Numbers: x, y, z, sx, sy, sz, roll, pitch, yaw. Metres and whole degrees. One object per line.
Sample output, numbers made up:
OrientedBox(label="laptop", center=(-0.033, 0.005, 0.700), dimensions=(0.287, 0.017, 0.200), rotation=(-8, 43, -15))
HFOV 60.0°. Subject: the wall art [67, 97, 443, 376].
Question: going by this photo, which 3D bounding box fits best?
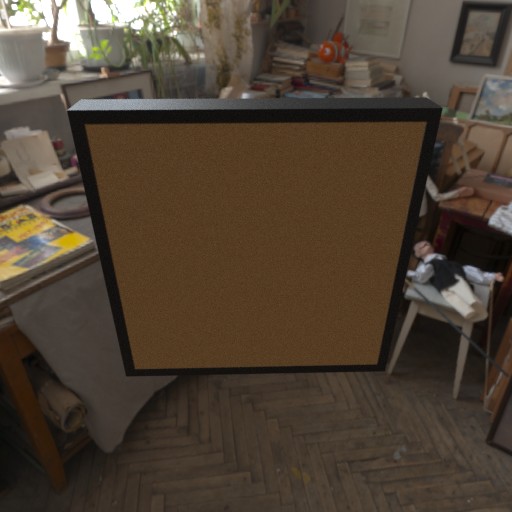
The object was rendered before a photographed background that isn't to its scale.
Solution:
OrientedBox(label="wall art", center=(0.000, 0.000, 0.454), dimensions=(0.304, 0.304, 0.038), rotation=(-1, 32, -1))
